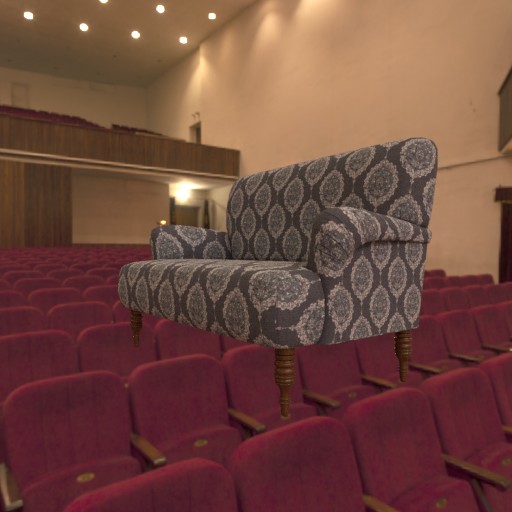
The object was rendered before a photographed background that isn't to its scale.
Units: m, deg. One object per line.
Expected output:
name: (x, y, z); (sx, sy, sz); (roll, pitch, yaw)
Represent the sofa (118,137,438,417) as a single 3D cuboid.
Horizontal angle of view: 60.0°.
sofa: (0.000, 0.000, 1.831); (0.779, 0.867, 1.297); (-1, 1, -37)
